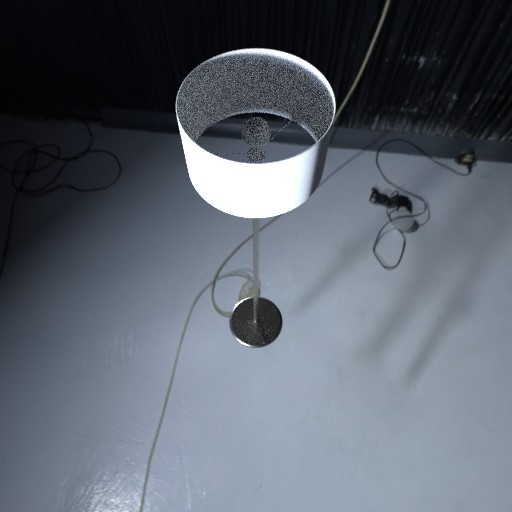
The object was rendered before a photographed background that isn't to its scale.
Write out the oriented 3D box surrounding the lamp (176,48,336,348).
[{"bbox_3d":[0.000,0.000,1.602,0.347,1.443,0.347,5,62,2],"label":"lamp"}]
